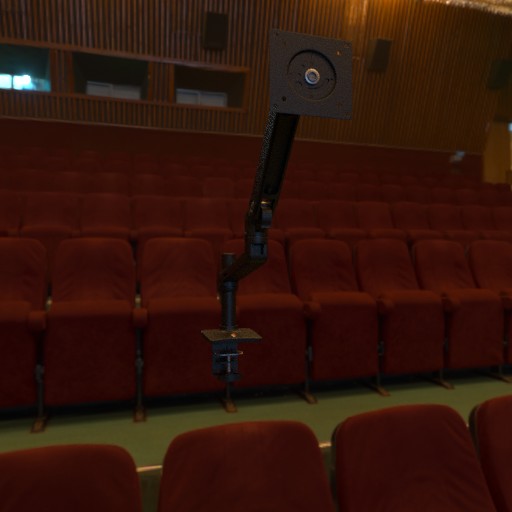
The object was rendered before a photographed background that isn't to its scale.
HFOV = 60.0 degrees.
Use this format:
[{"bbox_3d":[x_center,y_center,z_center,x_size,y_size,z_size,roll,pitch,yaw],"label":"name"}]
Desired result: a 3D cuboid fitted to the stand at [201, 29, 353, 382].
[{"bbox_3d":[0.000,0.000,1.031,0.152,0.713,0.650,0,-1,-17],"label":"stand"}]
